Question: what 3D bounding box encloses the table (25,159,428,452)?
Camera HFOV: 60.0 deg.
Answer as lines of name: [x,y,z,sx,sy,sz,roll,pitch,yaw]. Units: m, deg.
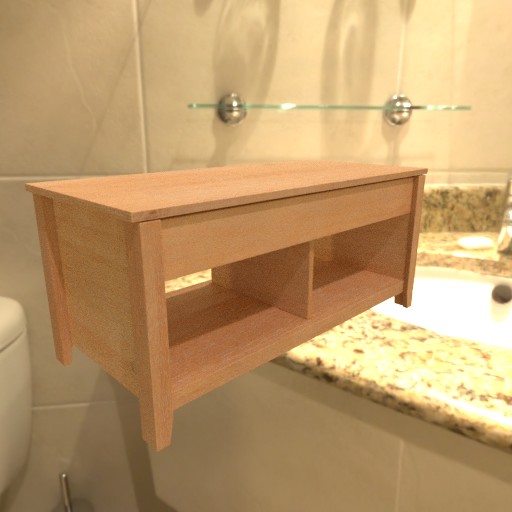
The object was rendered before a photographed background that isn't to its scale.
table: [0.000,0.000,1.259,1.016,0.457,0.483,-16,23,-42]
